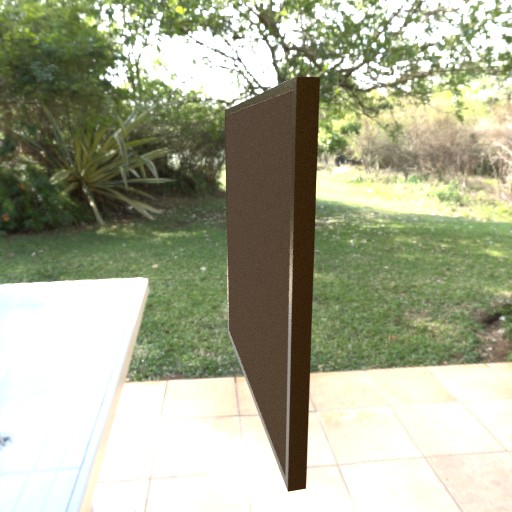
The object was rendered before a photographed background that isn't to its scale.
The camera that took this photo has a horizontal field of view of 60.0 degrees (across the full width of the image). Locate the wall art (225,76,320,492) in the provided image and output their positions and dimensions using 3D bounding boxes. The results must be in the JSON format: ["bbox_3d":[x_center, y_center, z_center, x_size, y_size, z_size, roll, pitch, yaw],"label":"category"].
[{"bbox_3d":[0.000,0.000,1.138,0.038,0.762,0.762,-3,15,-12],"label":"wall art"}]
